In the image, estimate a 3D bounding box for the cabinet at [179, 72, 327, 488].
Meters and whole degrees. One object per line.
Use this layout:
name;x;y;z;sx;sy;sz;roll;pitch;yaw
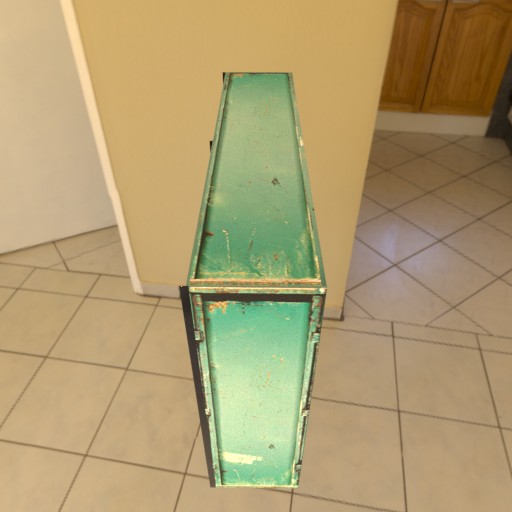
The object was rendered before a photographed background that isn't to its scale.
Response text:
cabinet;0.000;0.000;3.876;0.680;2.160;3.001;0;40;0
